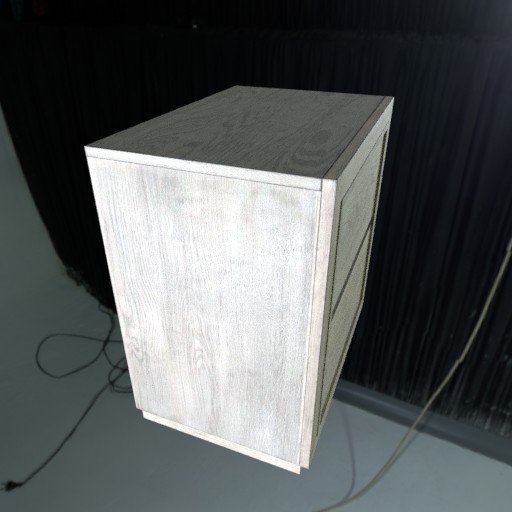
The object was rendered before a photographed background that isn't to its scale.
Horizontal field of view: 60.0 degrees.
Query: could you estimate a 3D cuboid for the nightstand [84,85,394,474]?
[{"bbox_3d":[0.000,0.000,1.084,0.483,0.673,0.612,12,32,19],"label":"nightstand"}]
